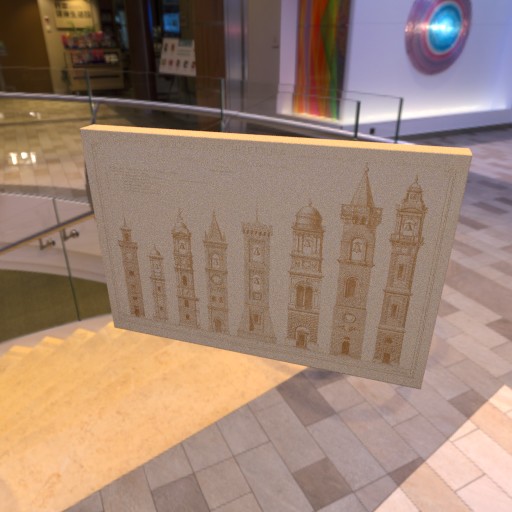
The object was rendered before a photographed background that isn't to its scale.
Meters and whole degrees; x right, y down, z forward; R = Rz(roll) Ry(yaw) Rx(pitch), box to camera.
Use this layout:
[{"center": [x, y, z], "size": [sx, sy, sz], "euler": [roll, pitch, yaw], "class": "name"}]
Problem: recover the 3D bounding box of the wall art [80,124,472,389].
[{"center": [0.000, 0.000, 0.773], "size": [0.609, 0.407, 0.039], "euler": [8, 28, 15], "class": "wall art"}]
